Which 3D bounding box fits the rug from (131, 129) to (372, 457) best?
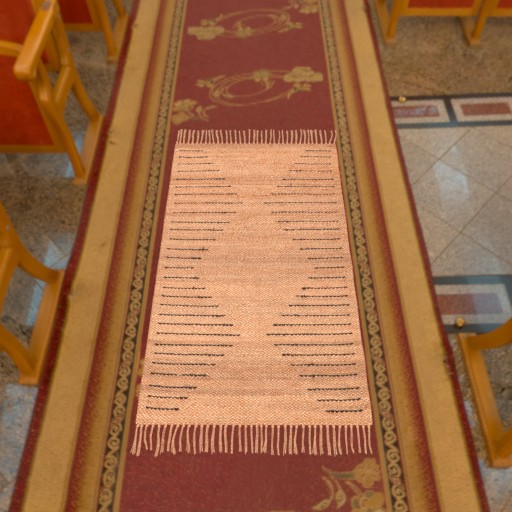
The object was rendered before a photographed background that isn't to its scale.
[{"bbox_3d":[0.000,0.000,2.059,0.905,0.017,1.718,0,57,0],"label":"rug"}]
